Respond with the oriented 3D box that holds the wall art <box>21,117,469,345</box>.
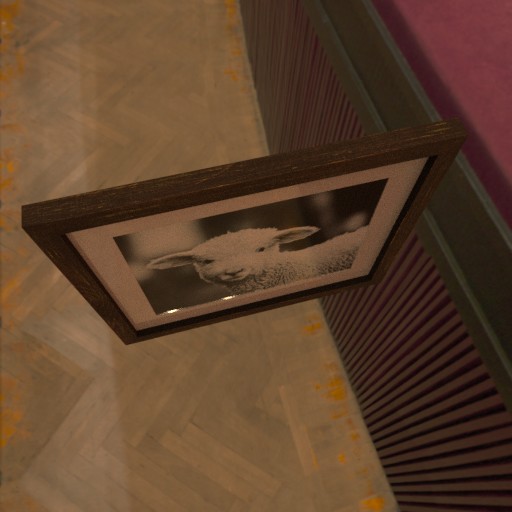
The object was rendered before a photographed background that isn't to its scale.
[{"bbox_3d":[0.000,0.000,0.745,0.558,0.457,0.032,-13,63,-7],"label":"wall art"}]
